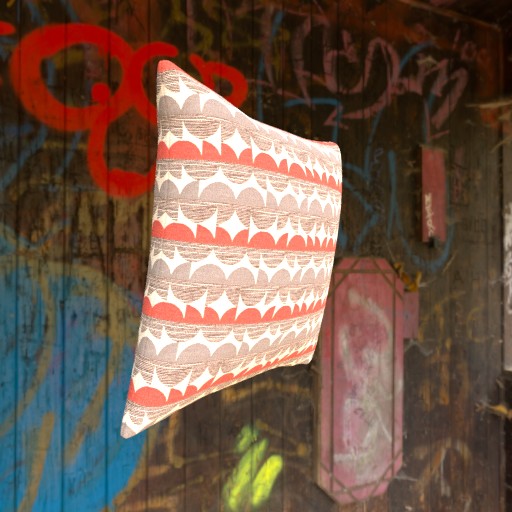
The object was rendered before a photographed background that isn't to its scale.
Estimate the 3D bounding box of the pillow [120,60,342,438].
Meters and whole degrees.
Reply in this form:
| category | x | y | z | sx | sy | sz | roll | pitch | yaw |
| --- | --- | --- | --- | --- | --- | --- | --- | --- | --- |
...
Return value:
| category | x | y | z | sx | sy | sz | roll | pitch | yaw |
| --- | --- | --- | --- | --- | --- | --- | --- | --- | --- |
| pillow | 0.000 | 0.000 | 0.645 | 0.180 | 0.410 | 0.420 | -1 | -1 | 36 |
